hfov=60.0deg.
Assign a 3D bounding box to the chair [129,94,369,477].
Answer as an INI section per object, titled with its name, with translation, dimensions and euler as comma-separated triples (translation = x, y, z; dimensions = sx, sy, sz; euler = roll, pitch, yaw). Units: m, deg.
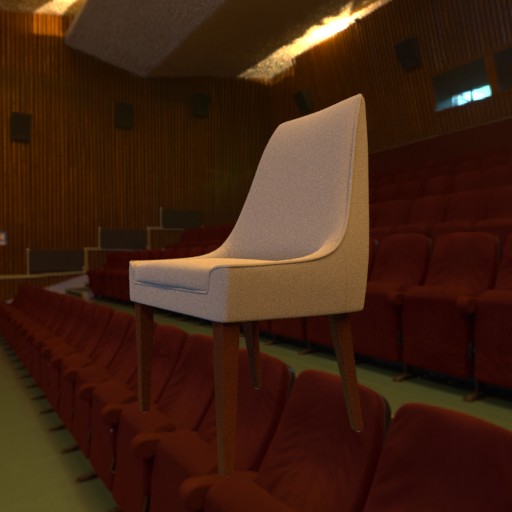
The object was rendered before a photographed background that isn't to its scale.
[chair]
translation = 0.000, 0.000, 1.182
dimensions = 0.544, 0.861, 0.529
euler = 0, 0, -35
